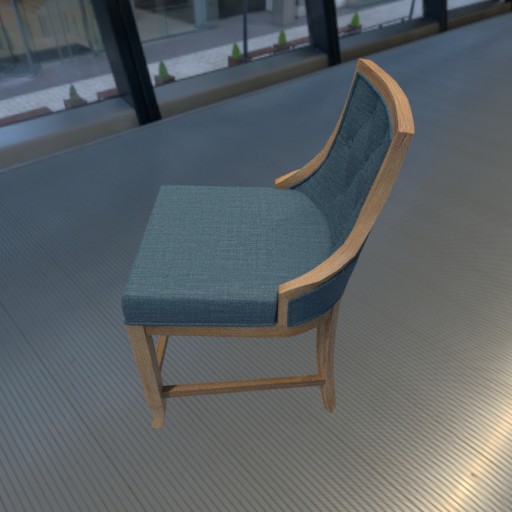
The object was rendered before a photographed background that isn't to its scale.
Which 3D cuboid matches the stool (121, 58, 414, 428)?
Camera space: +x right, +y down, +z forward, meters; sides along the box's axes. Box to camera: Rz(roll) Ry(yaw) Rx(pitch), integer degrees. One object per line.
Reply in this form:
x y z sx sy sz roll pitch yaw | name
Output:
0.000 0.000 1.247 0.626 0.938 0.524 1 40 1 | stool
